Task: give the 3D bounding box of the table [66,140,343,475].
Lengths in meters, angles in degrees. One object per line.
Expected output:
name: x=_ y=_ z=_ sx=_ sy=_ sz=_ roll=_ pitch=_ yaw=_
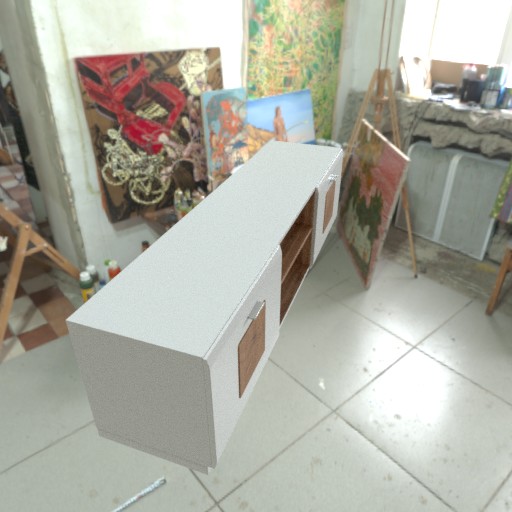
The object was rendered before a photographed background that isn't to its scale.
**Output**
table: x=0.000 y=0.000 z=1.737 sx=0.400 sy=0.440 sz=1.550 roll=11 pitch=33 yaw=17
